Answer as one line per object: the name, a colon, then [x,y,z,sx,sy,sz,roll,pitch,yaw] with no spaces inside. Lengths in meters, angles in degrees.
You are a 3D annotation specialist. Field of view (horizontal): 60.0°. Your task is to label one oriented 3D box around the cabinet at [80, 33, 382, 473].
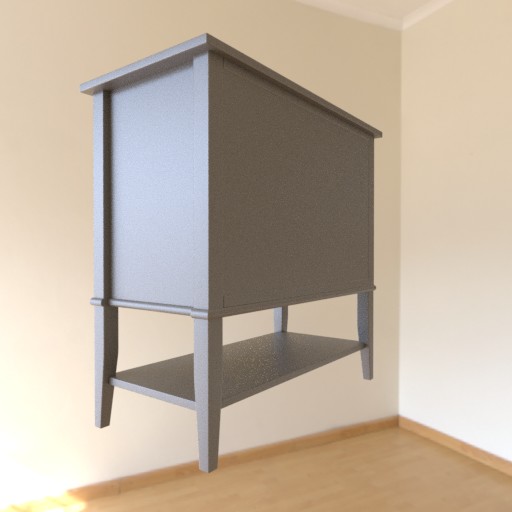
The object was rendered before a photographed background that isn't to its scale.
cabinet: [0.000,0.000,1.206,0.396,0.780,0.801,0,1,37]
